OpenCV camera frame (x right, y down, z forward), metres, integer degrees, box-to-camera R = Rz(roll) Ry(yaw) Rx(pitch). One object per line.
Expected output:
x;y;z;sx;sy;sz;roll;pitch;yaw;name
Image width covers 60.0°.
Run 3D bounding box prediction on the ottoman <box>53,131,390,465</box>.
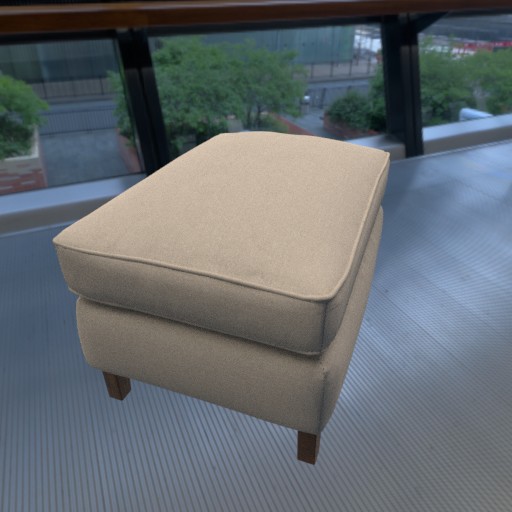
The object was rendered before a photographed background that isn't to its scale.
0.000;0.000;0.972;0.501;0.456;0.665;11;33;18;ottoman
